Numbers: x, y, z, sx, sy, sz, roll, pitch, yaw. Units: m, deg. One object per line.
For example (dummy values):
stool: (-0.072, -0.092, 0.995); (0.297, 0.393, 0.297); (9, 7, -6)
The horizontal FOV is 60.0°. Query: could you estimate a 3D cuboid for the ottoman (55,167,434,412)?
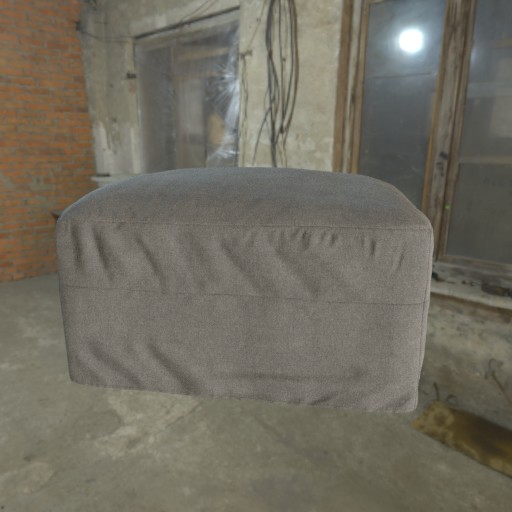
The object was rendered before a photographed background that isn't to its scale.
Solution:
ottoman: (0.000, 0.000, 1.227); (0.837, 0.481, 0.683); (2, 15, 9)
